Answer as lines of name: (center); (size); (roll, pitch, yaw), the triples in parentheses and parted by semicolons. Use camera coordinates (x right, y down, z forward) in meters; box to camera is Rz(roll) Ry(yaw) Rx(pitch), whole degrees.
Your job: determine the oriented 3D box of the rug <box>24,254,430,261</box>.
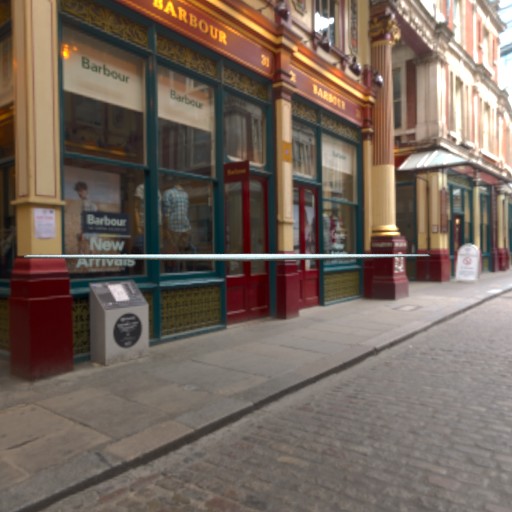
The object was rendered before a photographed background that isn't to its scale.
rug: (0.000, 0.000, 2.882); (1.589, 0.014, 2.205); (0, 1, 37)
